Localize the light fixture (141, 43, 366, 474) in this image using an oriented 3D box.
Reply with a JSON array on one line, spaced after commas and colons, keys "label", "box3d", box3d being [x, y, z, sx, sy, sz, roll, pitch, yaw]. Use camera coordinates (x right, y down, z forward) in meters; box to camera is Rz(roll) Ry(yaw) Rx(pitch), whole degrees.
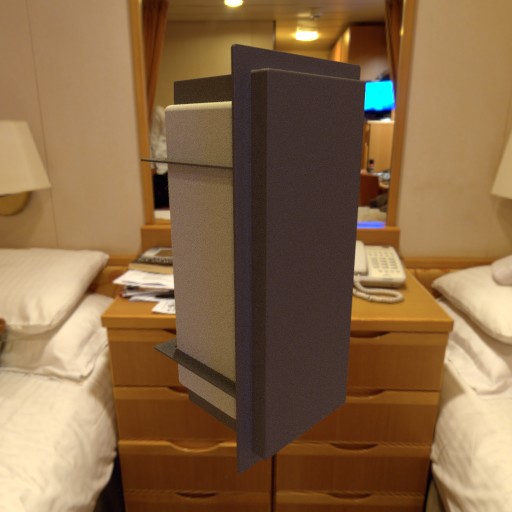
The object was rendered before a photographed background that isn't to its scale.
[{"label": "light fixture", "box3d": [0.000, 0.000, 0.431, 0.153, 0.347, 0.146, -15, 22, -43]}]
